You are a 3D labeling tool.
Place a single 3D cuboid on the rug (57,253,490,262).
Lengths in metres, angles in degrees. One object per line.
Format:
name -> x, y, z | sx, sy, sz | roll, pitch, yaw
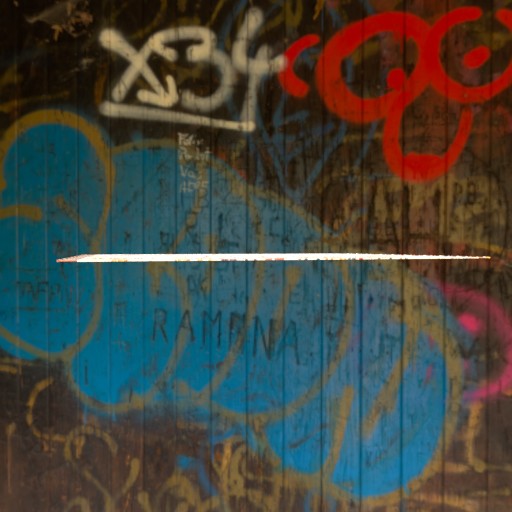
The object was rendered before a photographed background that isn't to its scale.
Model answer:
rug -> 0.000, 0.000, 4.316 | 3.274, 0.015, 2.439 | 0, 1, -17
